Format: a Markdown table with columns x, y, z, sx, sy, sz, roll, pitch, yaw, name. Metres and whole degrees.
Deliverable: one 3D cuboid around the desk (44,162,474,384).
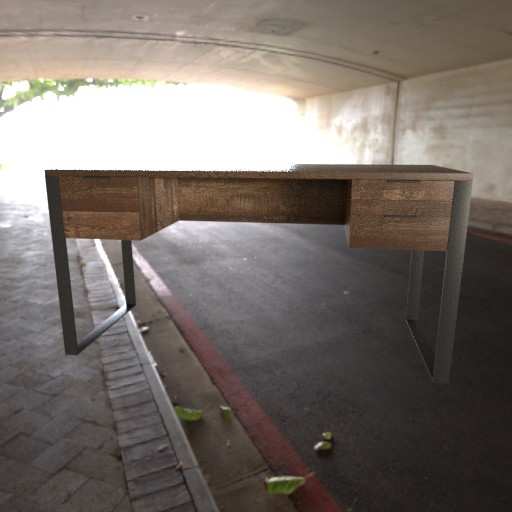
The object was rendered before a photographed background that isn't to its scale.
| x | y | z | sx | sy | sz | roll | pitch | yaw | name |
| --- | --- | --- | --- | --- | --- | --- | --- | --- | --- |
| 0.000 | 0.000 | 1.931 | 1.524 | 0.762 | 0.599 | 2 | 14 | 9 | desk |
